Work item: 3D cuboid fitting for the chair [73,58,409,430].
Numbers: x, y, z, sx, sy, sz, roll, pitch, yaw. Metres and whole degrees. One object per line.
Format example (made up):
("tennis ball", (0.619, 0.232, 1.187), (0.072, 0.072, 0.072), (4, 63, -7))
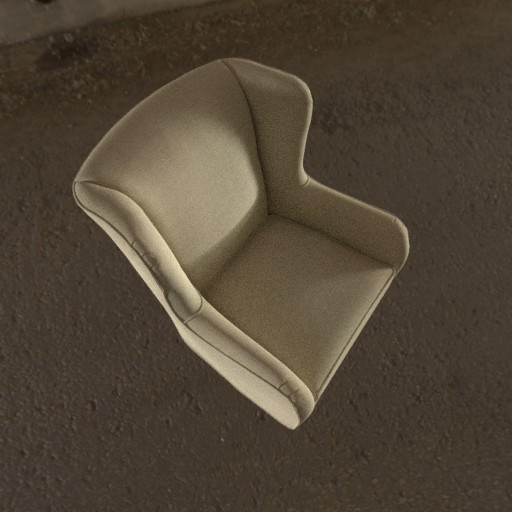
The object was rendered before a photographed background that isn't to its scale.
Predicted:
("chair", (0.000, 0.000, 1.722), (0.966, 1.040, 0.838), (31, 64, 17))
